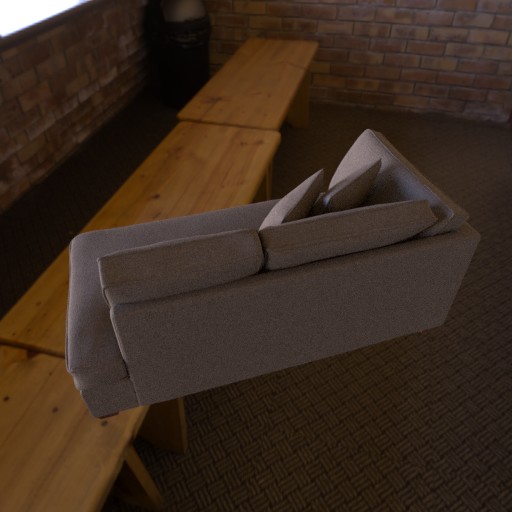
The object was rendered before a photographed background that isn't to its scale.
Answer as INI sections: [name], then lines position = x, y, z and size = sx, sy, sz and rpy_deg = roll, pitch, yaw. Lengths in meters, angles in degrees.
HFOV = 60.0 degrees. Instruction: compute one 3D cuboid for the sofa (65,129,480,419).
[sofa]
position = 0.000, 0.000, 2.733
size = 2.237, 1.033, 1.110
rpy_deg = -12, 43, -13
